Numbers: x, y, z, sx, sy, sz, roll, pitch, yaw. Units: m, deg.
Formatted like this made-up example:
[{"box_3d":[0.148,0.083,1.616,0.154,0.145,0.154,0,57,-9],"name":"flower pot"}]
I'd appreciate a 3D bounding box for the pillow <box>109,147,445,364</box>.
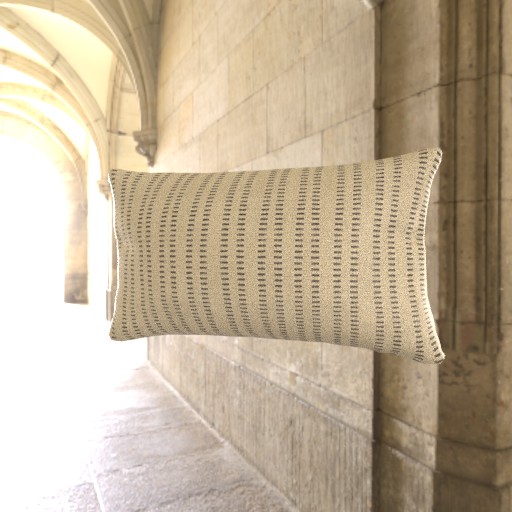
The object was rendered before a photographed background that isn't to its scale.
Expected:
[{"box_3d":[0.000,0.000,0.806,0.640,0.353,0.210,0,1,18],"name":"pillow"}]
